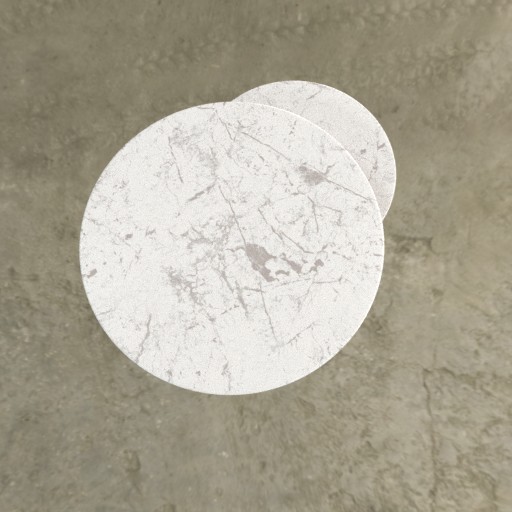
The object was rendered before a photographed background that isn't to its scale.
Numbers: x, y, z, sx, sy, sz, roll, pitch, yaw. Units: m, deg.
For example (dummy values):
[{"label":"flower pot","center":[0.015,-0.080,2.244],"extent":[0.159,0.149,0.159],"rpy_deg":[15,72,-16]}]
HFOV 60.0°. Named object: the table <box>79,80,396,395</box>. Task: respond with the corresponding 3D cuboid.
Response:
[{"label":"table","center":[0.000,0.000,0.860],"extent":[0.400,0.550,0.507],"rpy_deg":[35,78,8]}]
